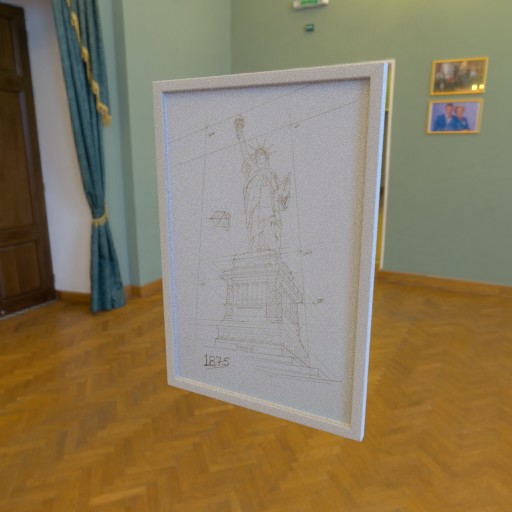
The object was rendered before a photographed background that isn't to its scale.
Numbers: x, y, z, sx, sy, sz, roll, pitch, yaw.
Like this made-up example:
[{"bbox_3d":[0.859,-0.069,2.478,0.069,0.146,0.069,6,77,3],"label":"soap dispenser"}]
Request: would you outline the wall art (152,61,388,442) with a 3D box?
[{"bbox_3d":[0.000,0.000,1.056,0.556,0.813,0.026,7,15,27],"label":"wall art"}]
